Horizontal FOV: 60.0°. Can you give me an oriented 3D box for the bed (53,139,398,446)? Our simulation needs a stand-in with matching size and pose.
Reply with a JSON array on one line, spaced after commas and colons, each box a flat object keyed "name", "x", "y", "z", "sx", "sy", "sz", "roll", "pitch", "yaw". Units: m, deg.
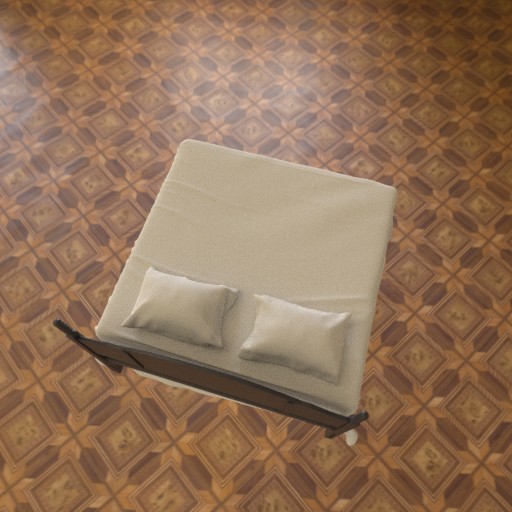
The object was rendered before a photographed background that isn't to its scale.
[{"name": "bed", "x": 0.000, "y": 0.000, "z": 3.580, "sx": 2.322, "sy": 1.355, "sz": 2.219, "roll": 15, "pitch": 65, "yaw": 7}]
